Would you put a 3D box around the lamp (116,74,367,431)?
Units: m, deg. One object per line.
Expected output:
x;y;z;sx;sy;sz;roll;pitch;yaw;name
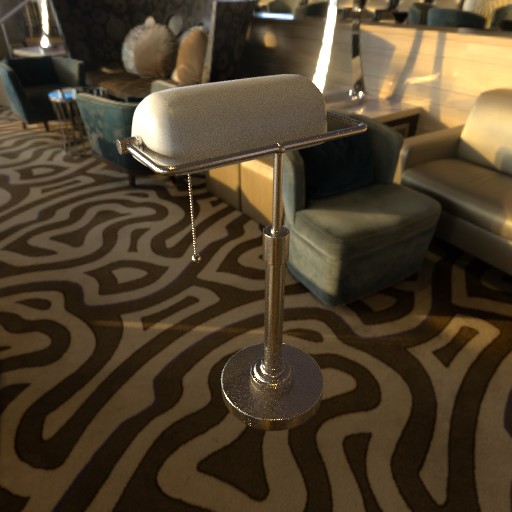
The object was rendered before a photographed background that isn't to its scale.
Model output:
0.000;0.000;0.558;0.269;0.404;0.227;-19;37;-28;lamp
